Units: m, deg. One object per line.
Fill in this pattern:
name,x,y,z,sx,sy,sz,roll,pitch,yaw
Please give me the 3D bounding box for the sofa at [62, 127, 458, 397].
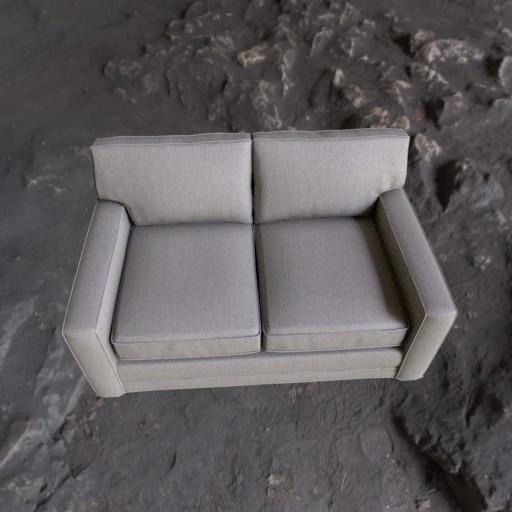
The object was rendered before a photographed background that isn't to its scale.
sofa,0.000,0.000,2.031,1.484,0.853,0.940,-3,47,-2
